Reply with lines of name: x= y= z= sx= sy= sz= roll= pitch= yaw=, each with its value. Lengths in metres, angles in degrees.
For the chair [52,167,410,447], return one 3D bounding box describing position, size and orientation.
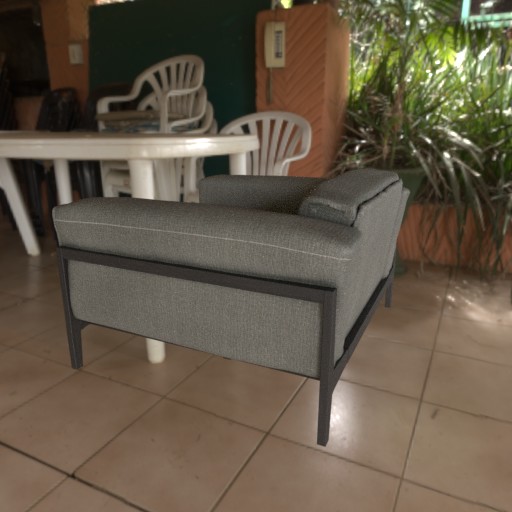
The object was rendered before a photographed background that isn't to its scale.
chair: x=0.000 y=0.000 z=1.693 sx=0.969 sy=0.646 sz=1.056 roll=8 pitch=18 yaw=24
